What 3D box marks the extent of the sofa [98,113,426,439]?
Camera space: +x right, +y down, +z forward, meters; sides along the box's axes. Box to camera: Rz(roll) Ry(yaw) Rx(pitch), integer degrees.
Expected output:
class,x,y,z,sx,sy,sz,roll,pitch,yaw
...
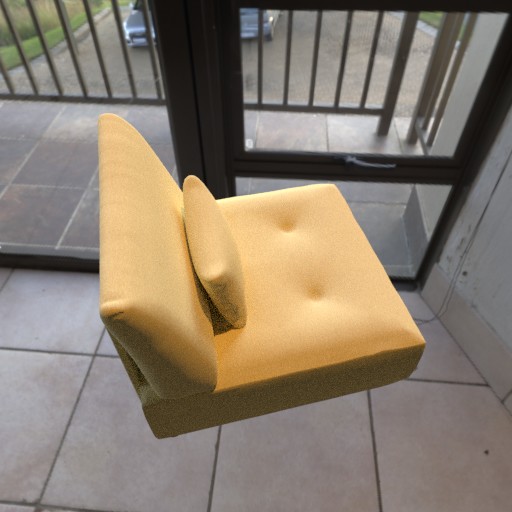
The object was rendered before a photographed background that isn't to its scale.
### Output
class,x,y,z,sx,sy,sz,roll,pitch,yaw
sofa,0.000,0.000,1.673,1.000,0.820,0.930,-10,49,-9
